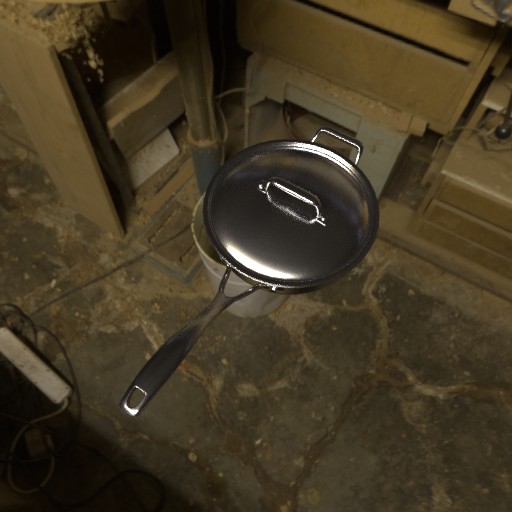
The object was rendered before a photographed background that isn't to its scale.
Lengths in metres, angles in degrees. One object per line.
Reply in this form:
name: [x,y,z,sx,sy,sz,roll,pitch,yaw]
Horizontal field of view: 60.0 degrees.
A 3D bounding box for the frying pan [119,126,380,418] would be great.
frying pan: [0.000,0.000,0.670,0.280,0.114,0.561,30,66,15]
